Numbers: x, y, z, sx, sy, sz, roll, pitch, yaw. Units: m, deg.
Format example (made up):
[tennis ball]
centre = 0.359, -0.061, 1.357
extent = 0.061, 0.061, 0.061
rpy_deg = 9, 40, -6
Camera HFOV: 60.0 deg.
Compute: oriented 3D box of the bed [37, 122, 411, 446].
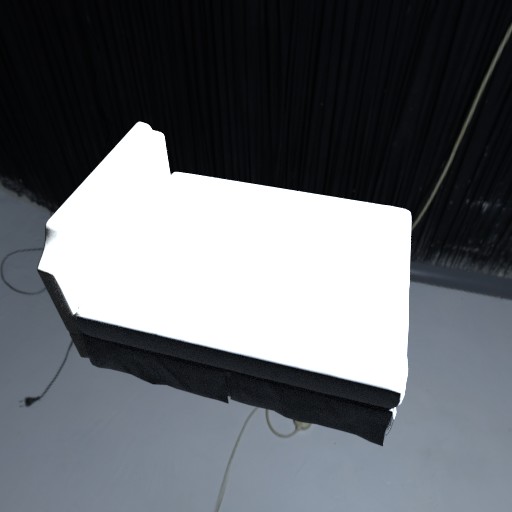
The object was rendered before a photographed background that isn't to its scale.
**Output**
[bed]
centre = 0.000, 0.000, 3.563
extent = 2.498, 1.293, 1.977
rpy_deg = 11, 46, 11
